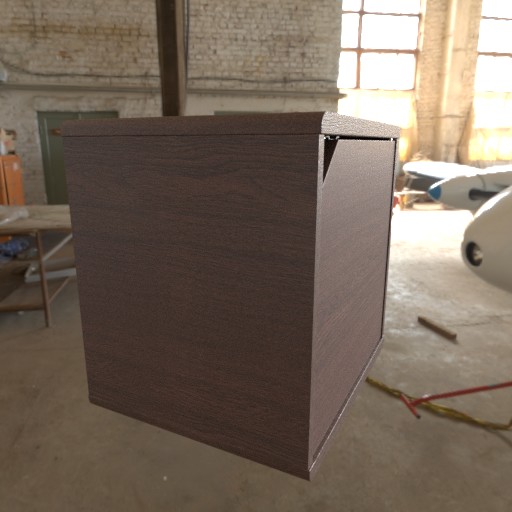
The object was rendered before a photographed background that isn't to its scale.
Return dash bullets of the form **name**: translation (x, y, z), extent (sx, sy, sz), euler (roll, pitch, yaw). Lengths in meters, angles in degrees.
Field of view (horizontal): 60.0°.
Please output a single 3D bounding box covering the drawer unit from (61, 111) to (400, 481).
- **drawer unit**: translation (0.000, 0.000, 0.593), extent (0.290, 0.344, 0.344), euler (7, 16, 26)
